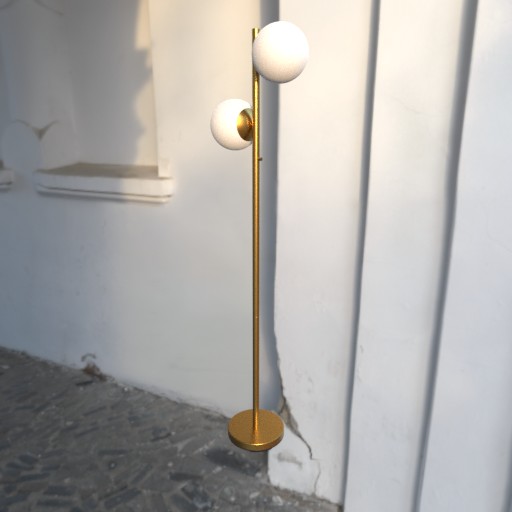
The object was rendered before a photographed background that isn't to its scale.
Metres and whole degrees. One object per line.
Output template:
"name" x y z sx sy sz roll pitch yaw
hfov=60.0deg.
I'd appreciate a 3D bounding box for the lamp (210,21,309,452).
"lamp" 0.000 0.000 1.756 0.249 1.641 0.419 -15 21 -43
